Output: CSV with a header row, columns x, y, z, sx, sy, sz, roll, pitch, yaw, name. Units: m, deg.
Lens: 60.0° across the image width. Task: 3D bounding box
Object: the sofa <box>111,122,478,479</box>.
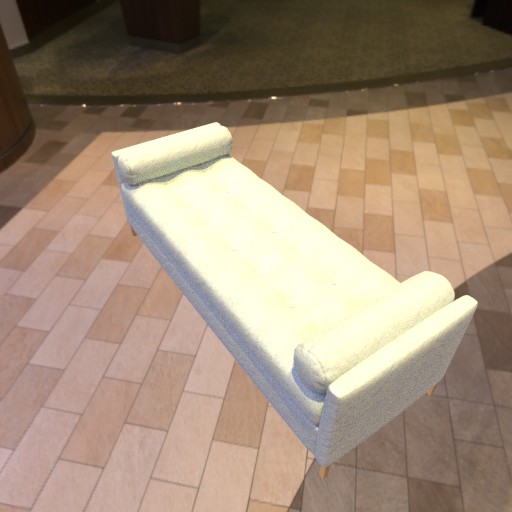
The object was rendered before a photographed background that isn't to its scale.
x,y,z,sx,sy,sz,roll,pitch,yaw,name
0.000,0.000,2.465,0.796,0.705,2.102,-25,47,-25,sofa
